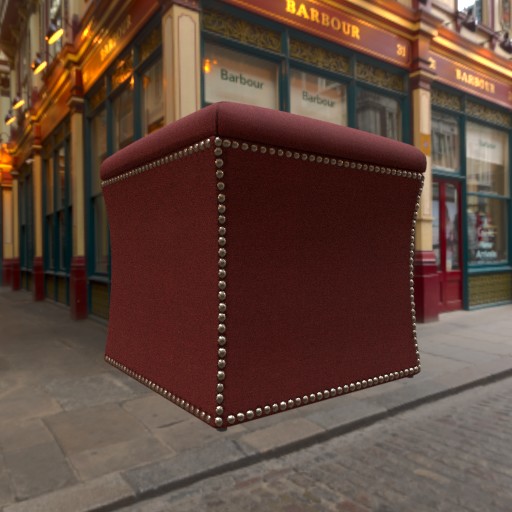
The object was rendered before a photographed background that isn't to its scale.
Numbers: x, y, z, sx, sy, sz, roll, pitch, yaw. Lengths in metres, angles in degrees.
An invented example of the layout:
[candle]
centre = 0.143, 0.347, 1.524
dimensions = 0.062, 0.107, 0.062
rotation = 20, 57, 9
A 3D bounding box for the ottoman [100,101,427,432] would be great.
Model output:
[ottoman]
centre = 0.000, 0.000, 0.913
dimensions = 0.507, 0.475, 0.497
rotation = 0, 1, -37
